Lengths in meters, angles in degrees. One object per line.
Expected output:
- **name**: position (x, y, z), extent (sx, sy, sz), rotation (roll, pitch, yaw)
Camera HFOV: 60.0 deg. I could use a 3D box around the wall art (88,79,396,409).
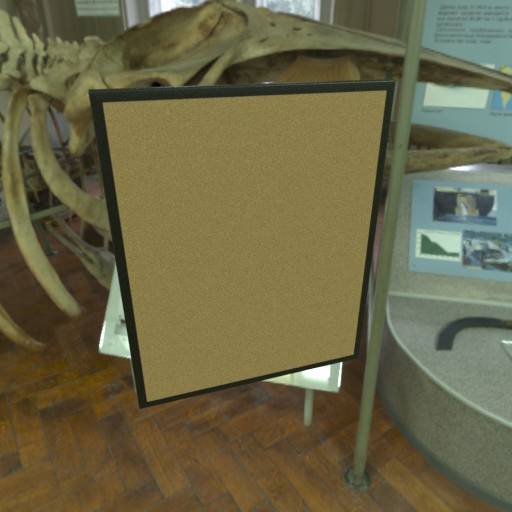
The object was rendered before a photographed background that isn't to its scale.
- **wall art**: position (0.000, 0.000, 0.801), extent (0.481, 0.582, 0.018), rotation (-8, 28, -16)
